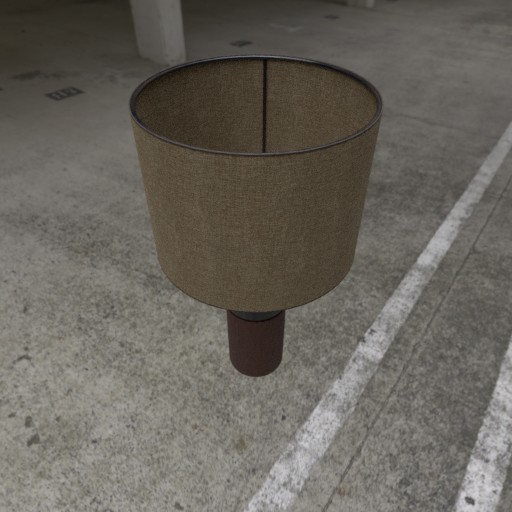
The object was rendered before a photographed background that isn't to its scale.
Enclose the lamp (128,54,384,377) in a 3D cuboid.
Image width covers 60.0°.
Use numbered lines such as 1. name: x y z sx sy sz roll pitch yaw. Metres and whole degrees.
1. lamp: 0.000 0.000 0.473 0.202 0.350 0.202 0 41 0
